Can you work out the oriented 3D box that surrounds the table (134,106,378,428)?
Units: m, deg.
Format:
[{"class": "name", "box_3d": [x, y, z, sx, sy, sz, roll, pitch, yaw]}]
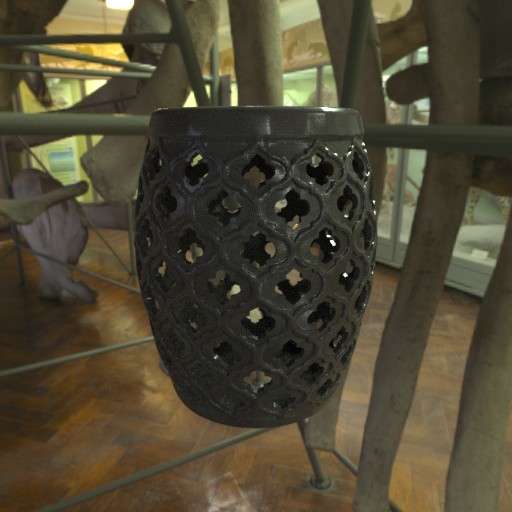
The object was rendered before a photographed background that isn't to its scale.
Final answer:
[{"class": "table", "box_3d": [0.000, 0.000, 0.619, 0.325, 0.388, 0.325, 0, 16, 0]}]
